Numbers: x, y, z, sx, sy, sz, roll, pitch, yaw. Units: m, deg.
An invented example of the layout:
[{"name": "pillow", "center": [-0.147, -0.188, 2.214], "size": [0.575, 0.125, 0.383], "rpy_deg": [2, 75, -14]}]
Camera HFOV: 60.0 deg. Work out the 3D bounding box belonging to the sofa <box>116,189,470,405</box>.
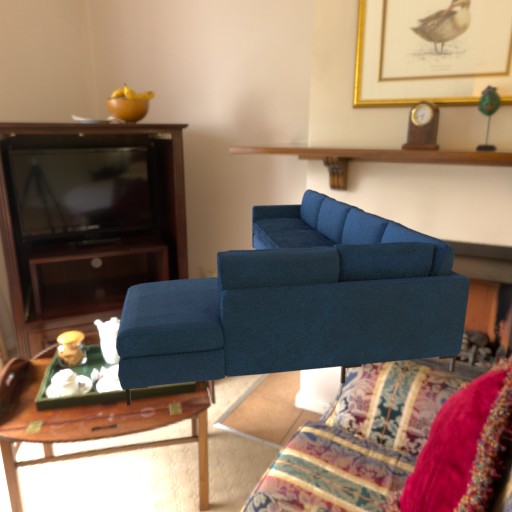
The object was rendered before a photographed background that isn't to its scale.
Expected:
[{"name": "sofa", "center": [0.000, 0.000, 3.214], "size": [1.707, 0.687, 2.486], "rpy_deg": [-3, 16, -10]}]
